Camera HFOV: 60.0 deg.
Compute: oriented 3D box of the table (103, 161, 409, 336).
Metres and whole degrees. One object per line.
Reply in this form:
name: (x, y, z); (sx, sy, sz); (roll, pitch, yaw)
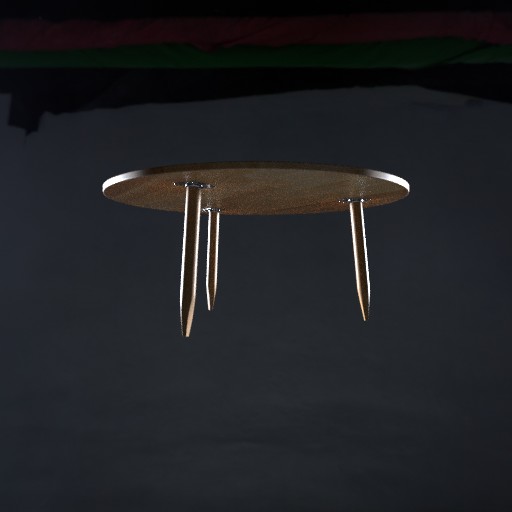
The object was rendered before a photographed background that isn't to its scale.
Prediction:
table: (0.000, 0.000, 1.378); (0.900, 0.400, 0.900); (0, -1, 0)
